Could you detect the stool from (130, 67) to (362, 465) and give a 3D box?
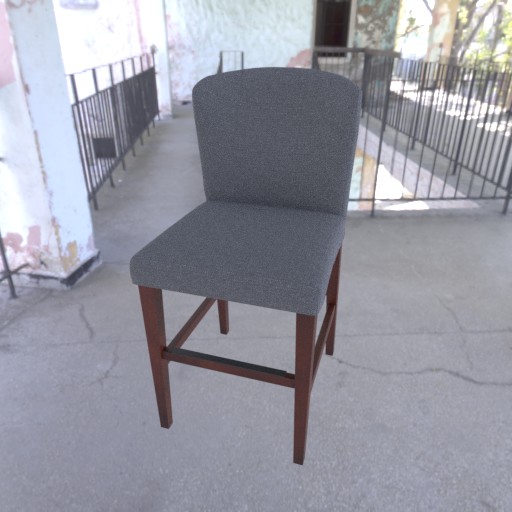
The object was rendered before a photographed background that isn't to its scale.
[{"bbox_3d":[0.000,0.000,1.270,0.479,0.968,0.568,8,28,16],"label":"stool"}]
